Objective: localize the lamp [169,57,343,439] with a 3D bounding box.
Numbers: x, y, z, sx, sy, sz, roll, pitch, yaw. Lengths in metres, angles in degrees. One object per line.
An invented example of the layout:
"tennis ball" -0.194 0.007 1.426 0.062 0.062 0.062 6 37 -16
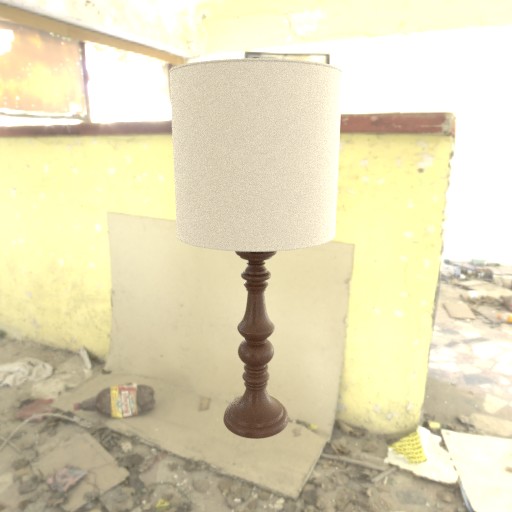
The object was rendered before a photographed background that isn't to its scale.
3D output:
"lamp" 0.000 0.000 0.719 0.250 0.597 0.250 14 20 43
